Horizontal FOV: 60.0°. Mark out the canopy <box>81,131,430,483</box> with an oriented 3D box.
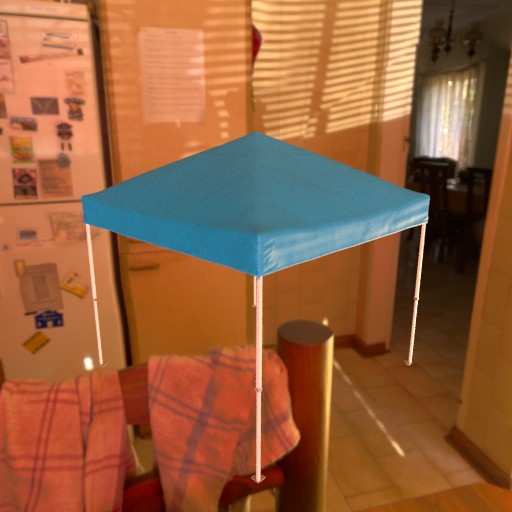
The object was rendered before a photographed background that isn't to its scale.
[{"bbox_3d":[0.000,0.000,5.532,2.998,2.997,2.996,15,22,42],"label":"canopy"}]
